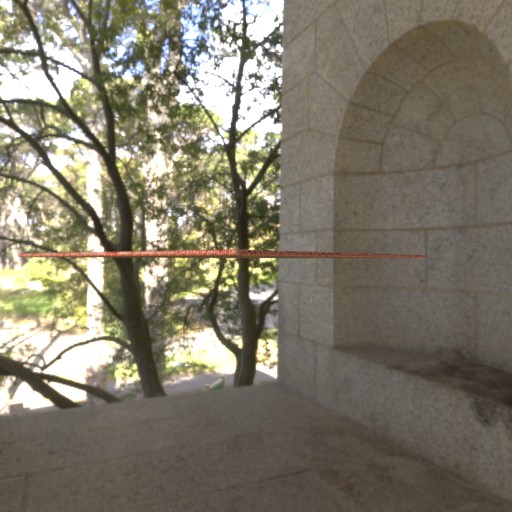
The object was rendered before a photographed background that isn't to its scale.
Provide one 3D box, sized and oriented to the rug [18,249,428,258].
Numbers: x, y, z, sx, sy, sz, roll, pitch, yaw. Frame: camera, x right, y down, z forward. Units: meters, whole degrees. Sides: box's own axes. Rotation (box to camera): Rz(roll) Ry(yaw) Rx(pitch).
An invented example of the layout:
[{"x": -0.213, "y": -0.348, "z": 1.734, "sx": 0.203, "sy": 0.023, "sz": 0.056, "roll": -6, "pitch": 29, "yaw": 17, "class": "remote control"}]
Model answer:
[{"x": 0.000, "y": 0.000, "z": 2.291, "sx": 1.219, "sy": 0.016, "sz": 1.829, "roll": 0, "pitch": -1, "yaw": 36, "class": "rug"}]
